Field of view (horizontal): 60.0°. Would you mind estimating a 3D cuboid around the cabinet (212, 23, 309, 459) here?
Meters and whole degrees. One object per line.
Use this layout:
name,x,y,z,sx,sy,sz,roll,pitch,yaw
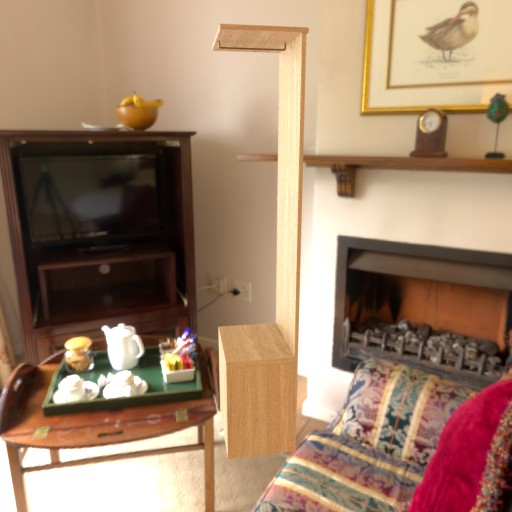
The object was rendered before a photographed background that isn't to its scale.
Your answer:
cabinet,0.000,0.000,2.083,0.338,1.879,0.411,-2,15,-9
